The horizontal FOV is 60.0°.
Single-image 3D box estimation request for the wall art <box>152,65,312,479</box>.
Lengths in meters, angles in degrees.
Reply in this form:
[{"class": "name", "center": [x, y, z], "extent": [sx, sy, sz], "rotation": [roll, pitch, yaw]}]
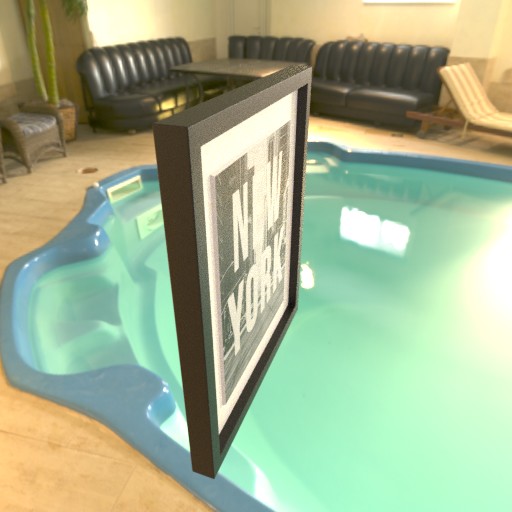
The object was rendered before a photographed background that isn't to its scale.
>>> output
[{"class": "wall art", "center": [0.000, 0.000, 0.525], "extent": [0.028, 0.381, 0.328], "rotation": [11, 32, 18]}]
